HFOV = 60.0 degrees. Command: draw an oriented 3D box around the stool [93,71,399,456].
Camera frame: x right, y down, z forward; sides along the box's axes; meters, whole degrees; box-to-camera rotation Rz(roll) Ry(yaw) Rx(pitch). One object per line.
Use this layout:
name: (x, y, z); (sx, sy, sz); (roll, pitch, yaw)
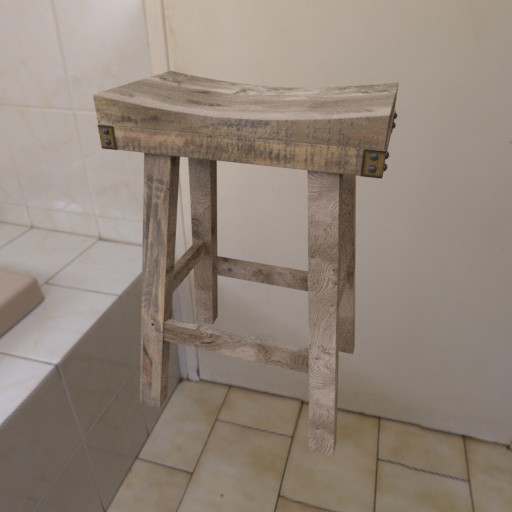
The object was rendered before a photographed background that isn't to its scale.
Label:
stool: (0.000, 0.000, 0.882); (0.450, 0.635, 0.330); (9, 32, 15)
